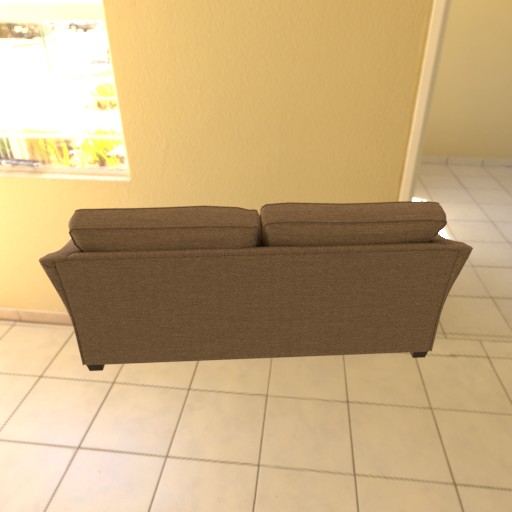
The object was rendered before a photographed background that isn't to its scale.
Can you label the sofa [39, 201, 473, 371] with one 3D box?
[{"bbox_3d":[0.000,0.000,2.817,2.270,0.965,0.980,-2,30,-3],"label":"sofa"}]
